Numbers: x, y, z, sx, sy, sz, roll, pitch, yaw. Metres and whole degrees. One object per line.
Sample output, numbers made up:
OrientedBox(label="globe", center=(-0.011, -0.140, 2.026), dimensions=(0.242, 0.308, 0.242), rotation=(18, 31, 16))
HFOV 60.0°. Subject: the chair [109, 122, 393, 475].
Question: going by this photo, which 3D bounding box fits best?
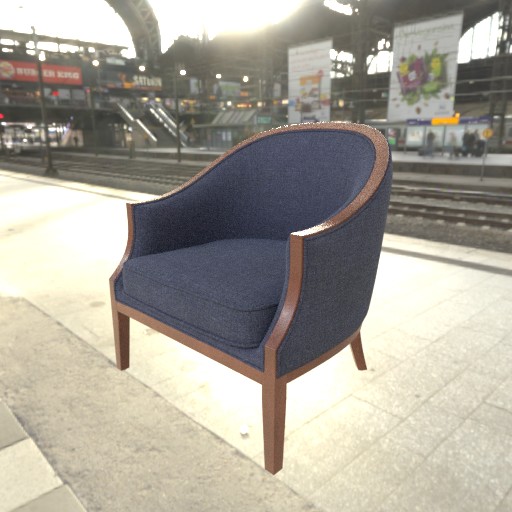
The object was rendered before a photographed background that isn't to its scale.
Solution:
OrientedBox(label="chair", center=(0.000, 0.000, 1.487), dimensions=(0.803, 0.876, 0.735), rotation=(14, 20, 42))
